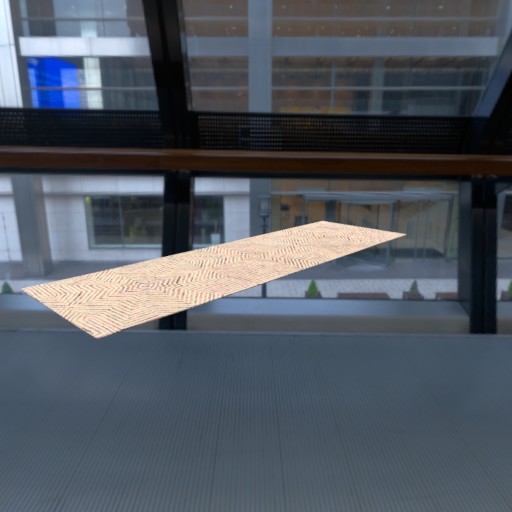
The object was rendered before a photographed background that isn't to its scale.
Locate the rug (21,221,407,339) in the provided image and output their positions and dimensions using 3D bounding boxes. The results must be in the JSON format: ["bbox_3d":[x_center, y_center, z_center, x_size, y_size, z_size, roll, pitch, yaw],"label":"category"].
[{"bbox_3d":[0.000,0.000,2.703,0.771,0.009,2.443,14,21,42],"label":"rug"}]
